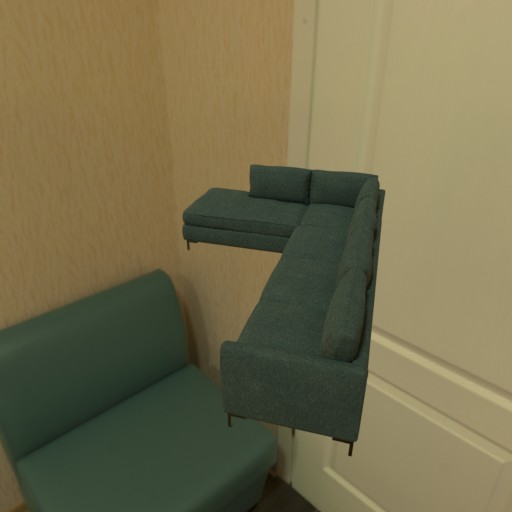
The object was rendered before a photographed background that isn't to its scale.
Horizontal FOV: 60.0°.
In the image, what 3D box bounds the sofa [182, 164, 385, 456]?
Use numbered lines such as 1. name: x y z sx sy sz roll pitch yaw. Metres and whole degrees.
1. sofa: 0.000 0.000 3.776 2.007 0.815 2.949 8 29 14
